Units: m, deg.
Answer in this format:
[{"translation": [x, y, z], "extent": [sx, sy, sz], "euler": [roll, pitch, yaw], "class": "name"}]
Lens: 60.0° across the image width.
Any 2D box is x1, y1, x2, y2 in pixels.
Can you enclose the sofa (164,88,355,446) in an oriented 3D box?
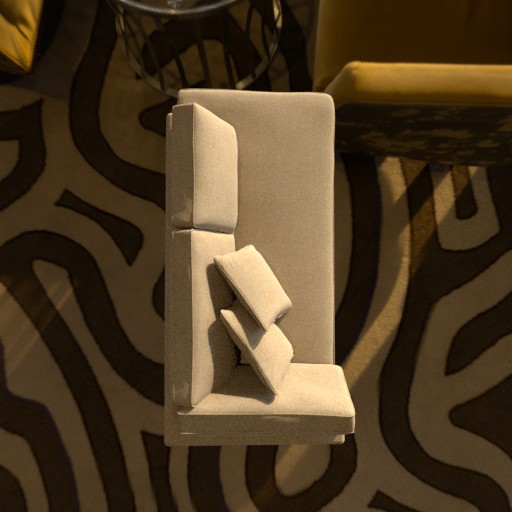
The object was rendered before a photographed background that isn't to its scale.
[{"translation": [0.000, 0.000, 2.926], "extent": [1.110, 1.019, 2.238], "euler": [0, 88, -1], "class": "sofa"}]
